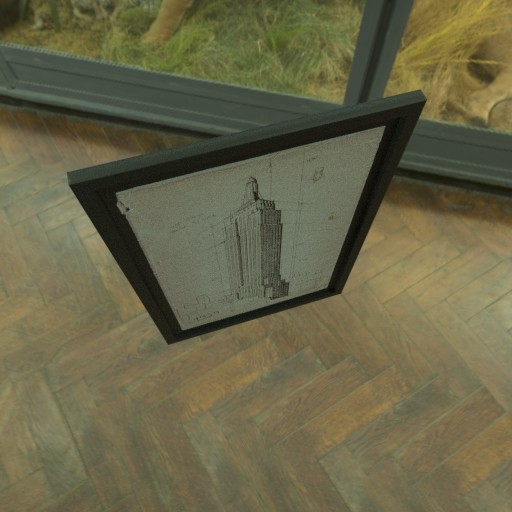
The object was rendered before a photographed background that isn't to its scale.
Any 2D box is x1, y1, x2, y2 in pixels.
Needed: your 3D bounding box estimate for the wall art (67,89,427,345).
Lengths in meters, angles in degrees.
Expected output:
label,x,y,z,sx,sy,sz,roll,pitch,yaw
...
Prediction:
label,x,y,z,sx,sy,sz,roll,pitch,yaw
wall art,0.000,0.000,0.552,0.303,0.431,0.013,-15,64,-8
